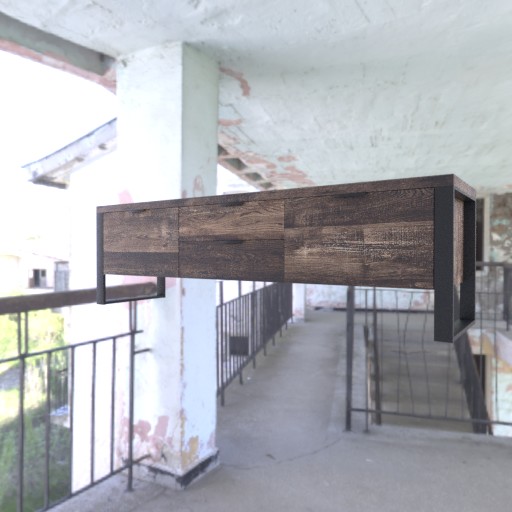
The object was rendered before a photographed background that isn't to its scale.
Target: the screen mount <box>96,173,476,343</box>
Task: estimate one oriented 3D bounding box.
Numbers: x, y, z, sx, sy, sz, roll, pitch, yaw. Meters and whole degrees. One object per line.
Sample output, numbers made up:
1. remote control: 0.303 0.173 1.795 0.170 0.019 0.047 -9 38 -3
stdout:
1. screen mount: 0.000 0.000 1.761 1.524 0.450 0.395 0 1 34
